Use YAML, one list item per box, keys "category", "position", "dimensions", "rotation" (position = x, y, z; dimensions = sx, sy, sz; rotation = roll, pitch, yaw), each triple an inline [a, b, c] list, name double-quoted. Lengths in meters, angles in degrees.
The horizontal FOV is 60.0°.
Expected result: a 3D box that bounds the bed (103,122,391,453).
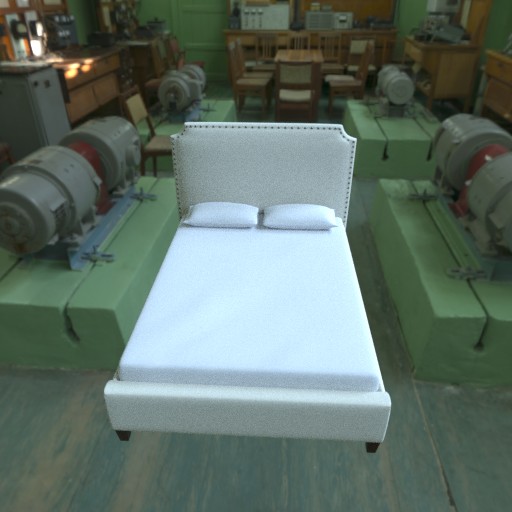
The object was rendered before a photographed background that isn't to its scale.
- category: "bed"
  position: [0.000, 0.000, 3.424]
  dimensions: [1.712, 1.443, 2.372]
  rotation: [2, 31, 3]
